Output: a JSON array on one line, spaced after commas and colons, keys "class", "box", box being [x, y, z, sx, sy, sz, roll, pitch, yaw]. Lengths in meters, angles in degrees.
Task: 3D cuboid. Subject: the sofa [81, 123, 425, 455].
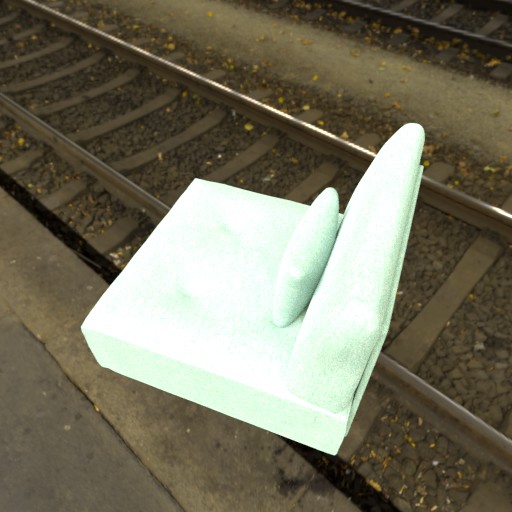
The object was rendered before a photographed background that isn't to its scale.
[{"class": "sofa", "box": [0.000, 0.000, 1.681, 1.000, 0.820, 0.930, 16, 49, 14]}]
